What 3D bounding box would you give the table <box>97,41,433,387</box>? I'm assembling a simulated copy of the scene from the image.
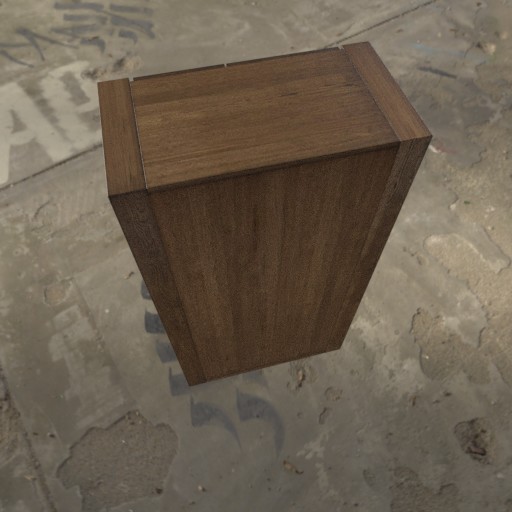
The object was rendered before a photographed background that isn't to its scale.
[{"bbox_3d":[0.000,0.000,2.441,1.100,2.000,0.600,-12,58,-8],"label":"table"}]
